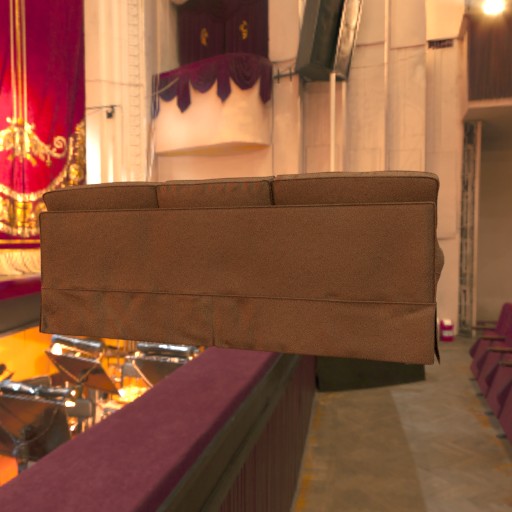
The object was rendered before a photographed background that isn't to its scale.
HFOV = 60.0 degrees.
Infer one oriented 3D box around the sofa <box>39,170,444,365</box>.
[{"bbox_3d":[0.000,0.000,3.289,2.475,0.978,1.733,1,2,18],"label":"sofa"}]
